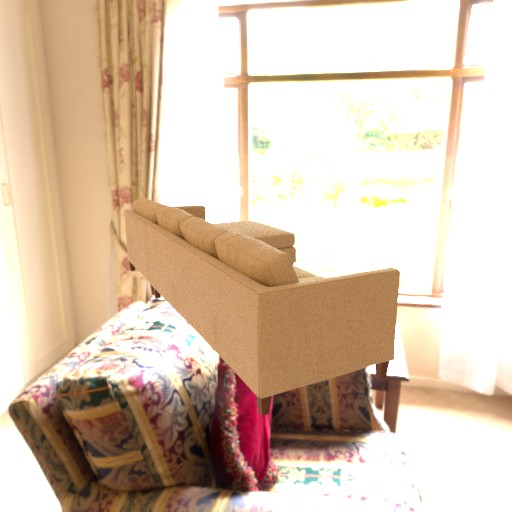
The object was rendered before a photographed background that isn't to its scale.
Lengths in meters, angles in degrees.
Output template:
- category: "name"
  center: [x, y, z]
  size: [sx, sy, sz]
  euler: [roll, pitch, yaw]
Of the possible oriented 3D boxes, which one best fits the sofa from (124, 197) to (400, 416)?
- category: "sofa"
  center: [0.000, 0.000, 3.904]
  size: [1.625, 0.846, 3.186]
  euler: [-7, 16, -27]
